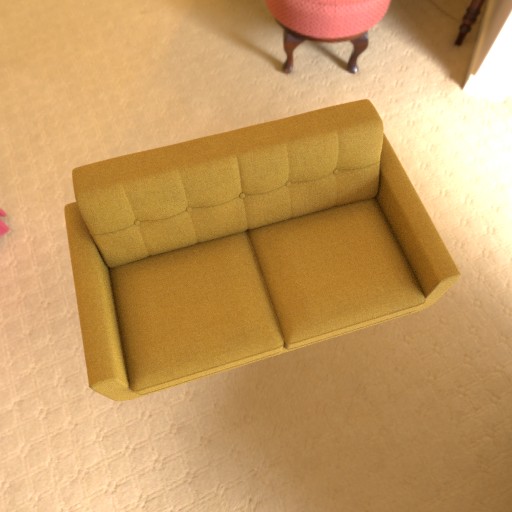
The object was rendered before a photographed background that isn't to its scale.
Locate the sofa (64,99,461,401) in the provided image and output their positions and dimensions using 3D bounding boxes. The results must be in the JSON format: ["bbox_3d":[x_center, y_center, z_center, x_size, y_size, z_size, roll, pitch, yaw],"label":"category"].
[{"bbox_3d":[0.000,0.000,2.135,1.631,0.841,0.909,-15,65,-7],"label":"sofa"}]
